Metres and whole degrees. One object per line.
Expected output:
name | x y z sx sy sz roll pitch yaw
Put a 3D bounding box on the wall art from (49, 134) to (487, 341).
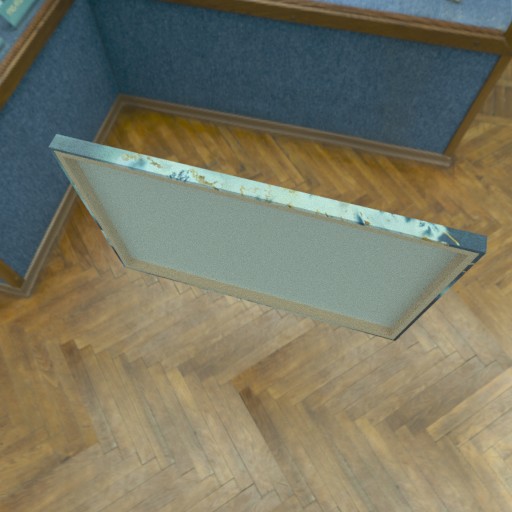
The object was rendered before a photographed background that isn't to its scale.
wall art | 0.000 0.000 1.170 0.912 0.608 0.038 15 65 7
